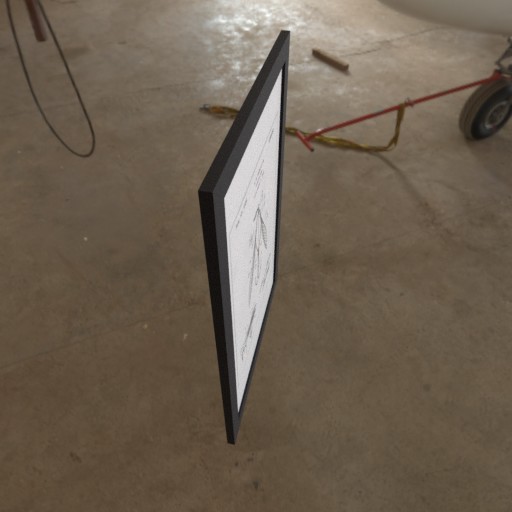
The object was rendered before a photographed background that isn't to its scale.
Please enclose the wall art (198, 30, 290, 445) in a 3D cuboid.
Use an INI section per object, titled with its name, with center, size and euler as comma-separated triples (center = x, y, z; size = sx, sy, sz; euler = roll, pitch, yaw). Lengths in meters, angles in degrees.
[wall art]
center = 0.000, 0.000, 0.688
size = 0.013, 0.534, 0.380
euler = 9, 47, 9
